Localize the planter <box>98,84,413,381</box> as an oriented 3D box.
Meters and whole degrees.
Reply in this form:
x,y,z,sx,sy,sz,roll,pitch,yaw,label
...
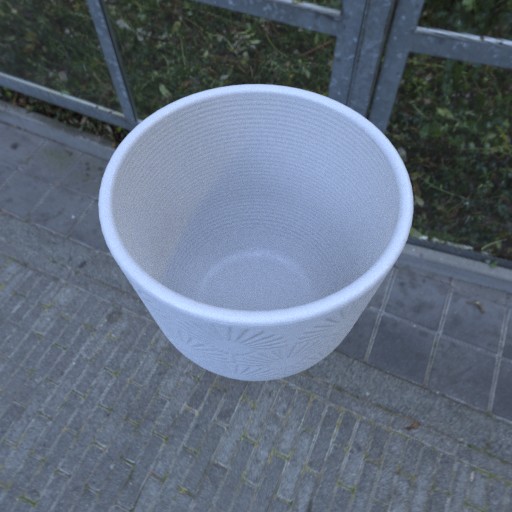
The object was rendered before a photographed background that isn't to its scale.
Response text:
x,y,z,sx,sy,sz,roll,pitch,yaw,label
0.000,0.000,0.304,0.170,0.152,0.170,0,57,0,planter
